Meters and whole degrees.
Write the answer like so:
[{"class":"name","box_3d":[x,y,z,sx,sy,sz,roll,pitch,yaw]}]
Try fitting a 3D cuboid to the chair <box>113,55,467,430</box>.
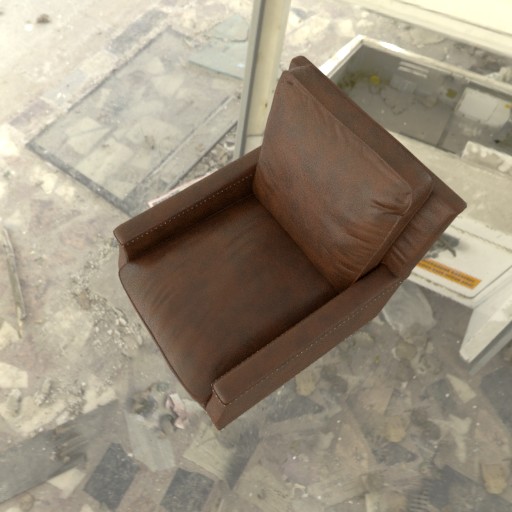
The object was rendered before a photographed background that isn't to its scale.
[{"class":"chair","box_3d":[0.000,0.000,1.797,1.035,1.054,0.854,-32,67,-15]}]
